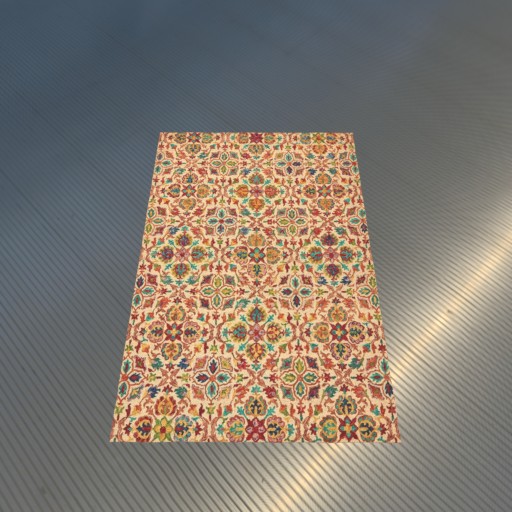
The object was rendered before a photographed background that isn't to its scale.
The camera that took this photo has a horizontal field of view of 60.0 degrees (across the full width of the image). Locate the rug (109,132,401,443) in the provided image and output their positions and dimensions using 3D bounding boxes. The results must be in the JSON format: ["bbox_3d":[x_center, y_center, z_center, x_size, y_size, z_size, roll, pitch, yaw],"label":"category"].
[{"bbox_3d":[0.000,0.000,2.339,1.226,0.013,1.838,0,58,0],"label":"rug"}]
